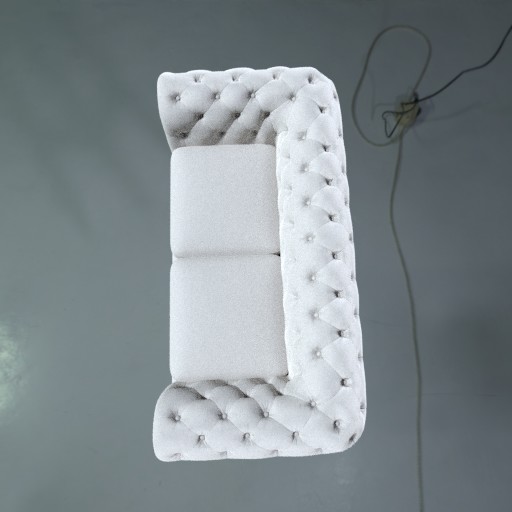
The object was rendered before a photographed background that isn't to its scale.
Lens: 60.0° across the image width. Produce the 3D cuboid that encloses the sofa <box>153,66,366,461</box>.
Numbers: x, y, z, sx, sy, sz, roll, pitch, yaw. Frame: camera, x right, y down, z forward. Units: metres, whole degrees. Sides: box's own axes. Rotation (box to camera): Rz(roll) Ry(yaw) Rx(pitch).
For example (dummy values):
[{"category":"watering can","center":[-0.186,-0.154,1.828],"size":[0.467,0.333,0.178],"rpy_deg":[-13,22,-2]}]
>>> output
[{"category":"sofa","center":[0.000,0.000,2.471],"size":[0.986,0.764,1.998],"rpy_deg":[-2,77,0]}]
